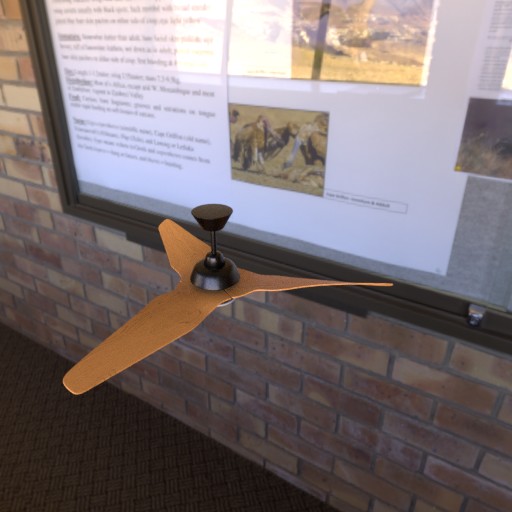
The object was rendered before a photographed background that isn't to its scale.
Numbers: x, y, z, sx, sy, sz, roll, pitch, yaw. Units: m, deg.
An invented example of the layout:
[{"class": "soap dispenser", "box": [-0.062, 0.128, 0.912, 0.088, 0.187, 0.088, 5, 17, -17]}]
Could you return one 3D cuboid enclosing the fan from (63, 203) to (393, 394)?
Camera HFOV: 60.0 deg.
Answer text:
[{"class": "fan", "box": [0.000, 0.000, 1.618, 1.010, 0.355, 1.142, 0, 27, 1]}]
